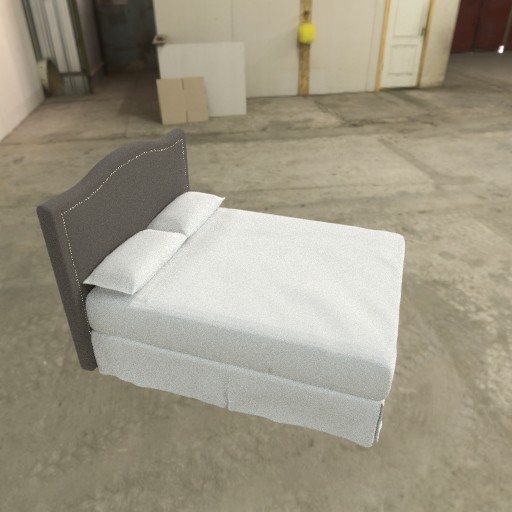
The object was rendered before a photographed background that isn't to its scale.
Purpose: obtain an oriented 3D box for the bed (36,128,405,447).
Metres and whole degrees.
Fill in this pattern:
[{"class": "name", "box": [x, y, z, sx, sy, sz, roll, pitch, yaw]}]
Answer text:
[{"class": "bed", "box": [0.000, 0.000, 3.140, 2.036, 1.387, 1.666, 10, 33, 16]}]
